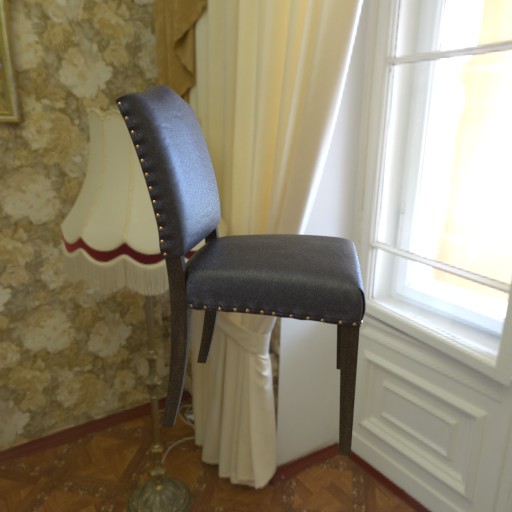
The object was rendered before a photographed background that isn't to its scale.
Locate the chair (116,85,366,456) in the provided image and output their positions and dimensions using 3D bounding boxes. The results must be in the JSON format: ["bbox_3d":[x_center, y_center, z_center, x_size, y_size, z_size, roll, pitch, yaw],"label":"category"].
[{"bbox_3d":[0.000,0.000,1.366,0.633,0.991,0.500,3,17,9],"label":"chair"}]
